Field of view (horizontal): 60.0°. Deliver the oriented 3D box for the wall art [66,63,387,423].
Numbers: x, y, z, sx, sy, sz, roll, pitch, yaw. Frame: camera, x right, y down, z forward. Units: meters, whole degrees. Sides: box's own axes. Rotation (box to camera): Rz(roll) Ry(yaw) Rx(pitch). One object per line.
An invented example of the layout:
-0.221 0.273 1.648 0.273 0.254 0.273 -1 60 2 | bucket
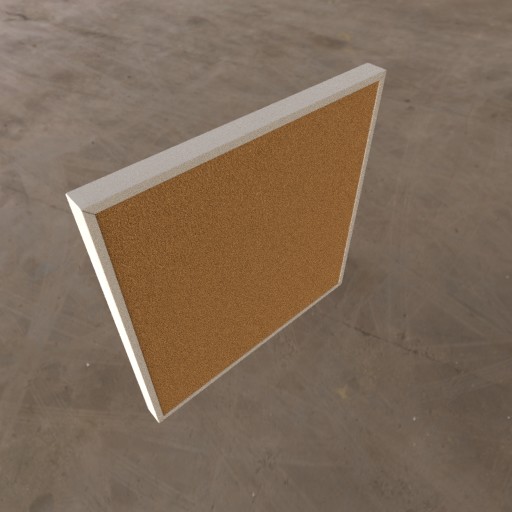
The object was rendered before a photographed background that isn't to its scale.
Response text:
0.000 0.000 0.759 0.508 0.508 0.037 -32 54 -28 | wall art
